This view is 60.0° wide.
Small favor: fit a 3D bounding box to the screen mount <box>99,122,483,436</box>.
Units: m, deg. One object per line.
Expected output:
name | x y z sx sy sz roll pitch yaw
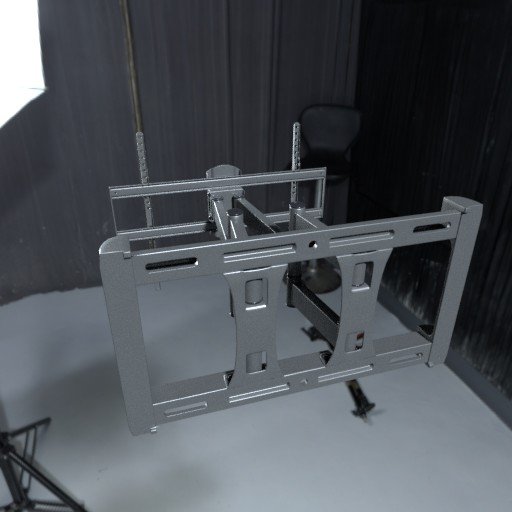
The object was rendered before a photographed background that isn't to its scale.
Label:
screen mount | 0.000 0.000 1.069 0.661 0.491 0.644 -8 28 -15
